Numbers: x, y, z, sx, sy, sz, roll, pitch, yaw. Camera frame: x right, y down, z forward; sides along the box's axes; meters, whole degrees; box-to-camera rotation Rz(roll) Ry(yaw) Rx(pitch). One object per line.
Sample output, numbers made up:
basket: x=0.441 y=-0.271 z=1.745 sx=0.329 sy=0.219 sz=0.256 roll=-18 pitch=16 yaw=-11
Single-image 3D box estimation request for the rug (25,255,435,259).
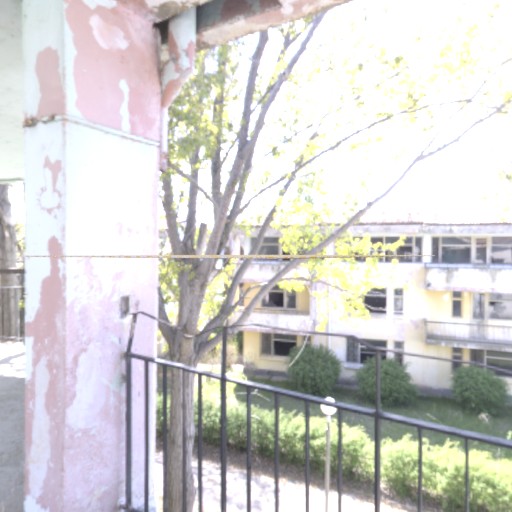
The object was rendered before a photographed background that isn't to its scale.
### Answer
rug: x=0.000 y=0.000 z=4.106 sx=2.433 sy=0.011 sz=3.037 roll=0 pitch=0 yaw=36
